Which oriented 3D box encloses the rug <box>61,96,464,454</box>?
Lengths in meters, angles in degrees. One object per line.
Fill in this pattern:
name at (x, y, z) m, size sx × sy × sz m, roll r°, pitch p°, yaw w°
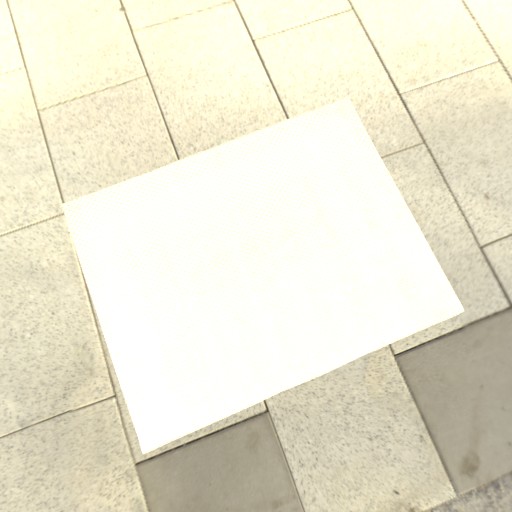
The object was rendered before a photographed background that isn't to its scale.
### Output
rug at (0.000, 0.000, 3.890) m, size 2.897 × 0.035 × 2.277 m, roll -22°, pitch 76°, yaw -6°
